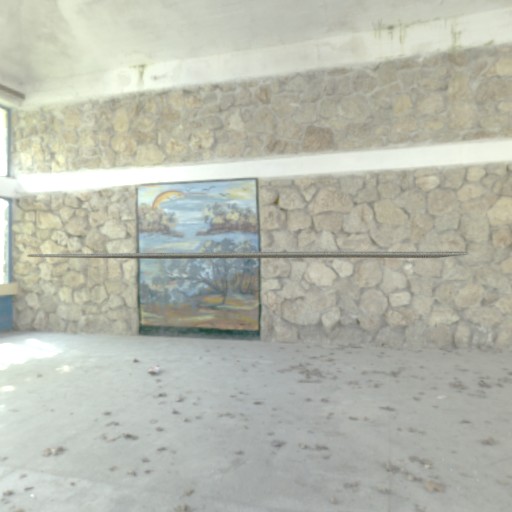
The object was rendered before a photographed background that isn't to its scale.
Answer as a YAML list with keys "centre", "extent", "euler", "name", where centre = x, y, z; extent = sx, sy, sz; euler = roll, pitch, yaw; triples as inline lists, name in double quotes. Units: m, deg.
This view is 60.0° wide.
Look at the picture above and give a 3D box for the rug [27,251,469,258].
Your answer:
- centre: [0.000, 0.000, 3.087]
  extent: [2.498, 0.022, 1.535]
  euler: [0, -1, 18]
  name: "rug"
